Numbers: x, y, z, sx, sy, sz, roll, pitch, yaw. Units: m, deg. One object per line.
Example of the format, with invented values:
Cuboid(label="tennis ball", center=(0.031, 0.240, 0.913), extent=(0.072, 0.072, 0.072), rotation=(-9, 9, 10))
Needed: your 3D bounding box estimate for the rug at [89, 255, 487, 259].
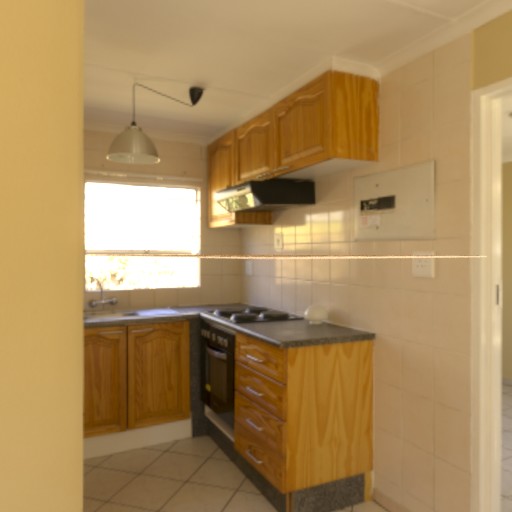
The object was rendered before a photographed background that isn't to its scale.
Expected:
Cuboid(label="rug", center=(0.000, 0.000, 2.940), extent=(1.522, 0.008, 2.284), rotation=(0, 0, -37))
